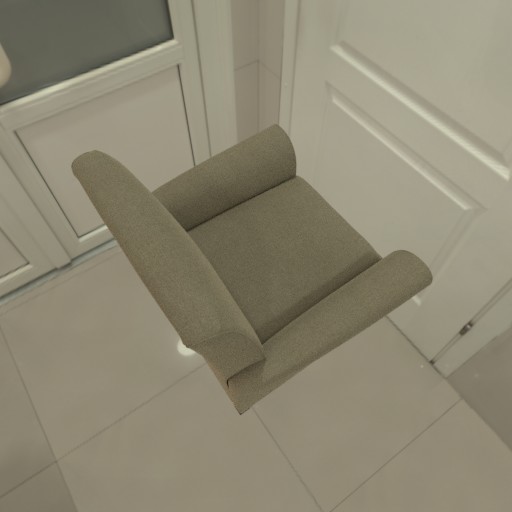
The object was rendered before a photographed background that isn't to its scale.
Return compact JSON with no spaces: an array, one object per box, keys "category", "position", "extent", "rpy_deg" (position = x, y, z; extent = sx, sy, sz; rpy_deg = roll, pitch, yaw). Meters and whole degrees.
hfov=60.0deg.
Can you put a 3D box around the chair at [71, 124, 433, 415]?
[{"category":"chair","position":[0.000,0.000,1.729],"extent":[0.905,1.061,0.978],"rpy_deg":[-31,63,-18]}]
